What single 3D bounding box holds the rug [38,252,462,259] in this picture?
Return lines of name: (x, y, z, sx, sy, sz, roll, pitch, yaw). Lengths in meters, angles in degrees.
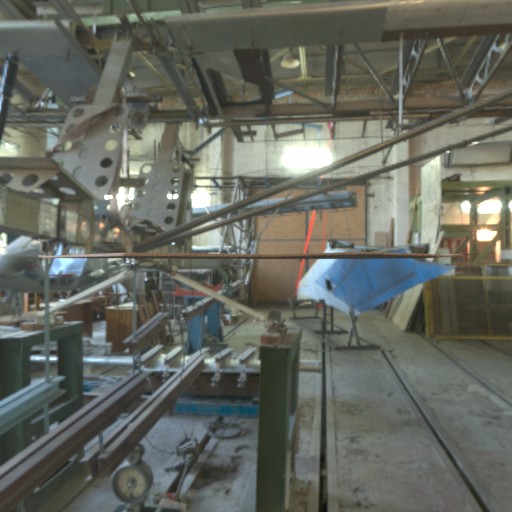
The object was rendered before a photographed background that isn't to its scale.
rug: (0.000, 0.000, 2.288, 1.837, 0.025, 1.230, 0, -1, -37)
